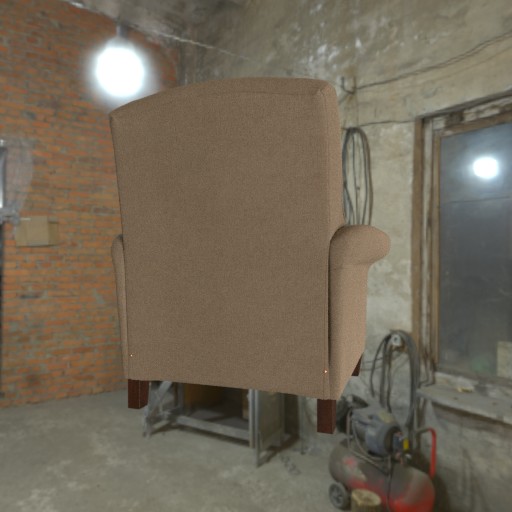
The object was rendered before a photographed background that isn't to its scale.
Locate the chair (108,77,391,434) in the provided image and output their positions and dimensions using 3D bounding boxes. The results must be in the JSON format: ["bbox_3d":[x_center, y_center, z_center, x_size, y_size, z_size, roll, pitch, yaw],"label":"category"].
[{"bbox_3d":[0.000,0.000,1.741,0.978,1.061,0.905,0,-1,19],"label":"chair"}]
